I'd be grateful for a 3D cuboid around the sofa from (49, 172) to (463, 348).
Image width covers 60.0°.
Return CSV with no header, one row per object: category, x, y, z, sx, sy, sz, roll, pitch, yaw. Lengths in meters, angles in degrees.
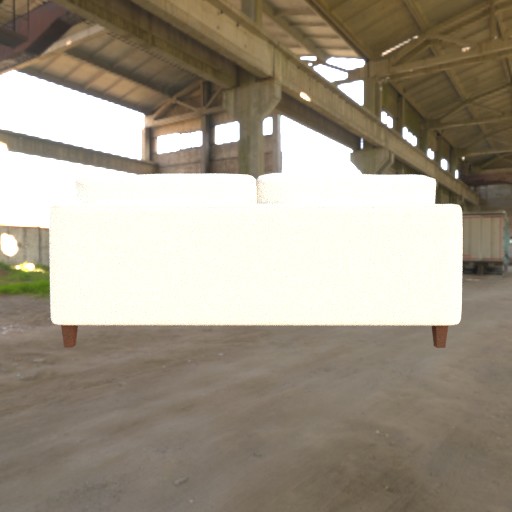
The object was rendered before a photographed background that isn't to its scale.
sofa,0.000,0.000,2.709,2.139,0.933,0.924,0,1,0
